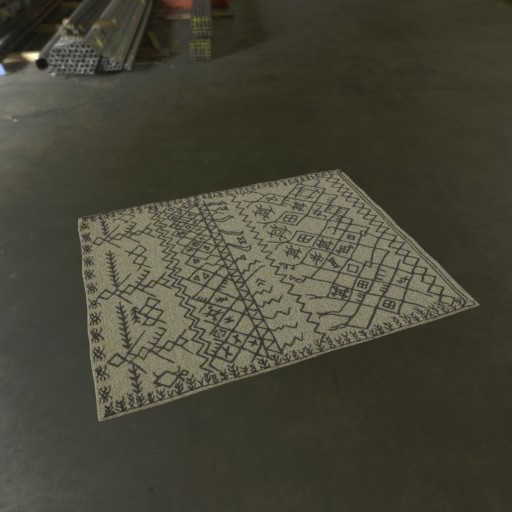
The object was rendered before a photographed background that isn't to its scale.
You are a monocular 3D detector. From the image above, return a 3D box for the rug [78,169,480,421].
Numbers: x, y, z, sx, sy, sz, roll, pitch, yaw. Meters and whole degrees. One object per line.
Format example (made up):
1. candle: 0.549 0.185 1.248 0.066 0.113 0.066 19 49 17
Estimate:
1. rug: 0.000 0.000 3.304 2.455 0.025 1.964 -13 42 -15
